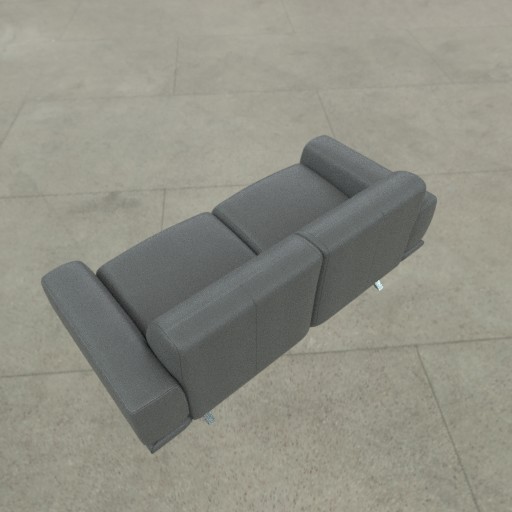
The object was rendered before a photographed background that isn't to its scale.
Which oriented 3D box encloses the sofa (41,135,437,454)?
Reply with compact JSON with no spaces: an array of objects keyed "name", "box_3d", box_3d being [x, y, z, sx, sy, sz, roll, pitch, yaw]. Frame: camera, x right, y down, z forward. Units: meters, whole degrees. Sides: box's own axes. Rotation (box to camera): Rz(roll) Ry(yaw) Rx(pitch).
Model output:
[{"name":"sofa","box_3d":[0.000,0.000,2.325,1.901,0.772,0.900,-32,54,-26]}]
